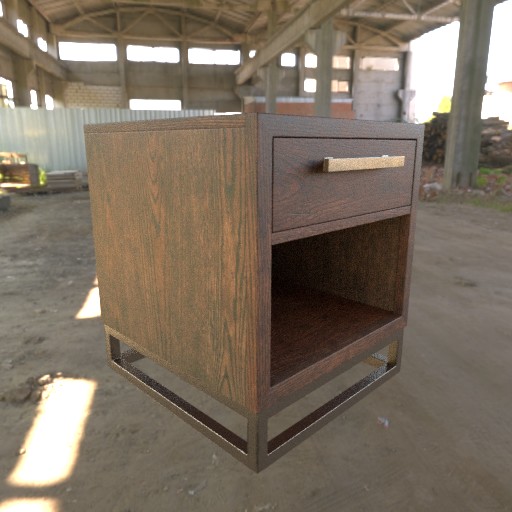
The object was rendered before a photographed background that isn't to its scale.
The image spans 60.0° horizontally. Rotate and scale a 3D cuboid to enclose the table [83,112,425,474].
[{"bbox_3d":[0.000,0.000,1.019,0.506,0.582,0.566,-14,20,-43],"label":"table"}]
